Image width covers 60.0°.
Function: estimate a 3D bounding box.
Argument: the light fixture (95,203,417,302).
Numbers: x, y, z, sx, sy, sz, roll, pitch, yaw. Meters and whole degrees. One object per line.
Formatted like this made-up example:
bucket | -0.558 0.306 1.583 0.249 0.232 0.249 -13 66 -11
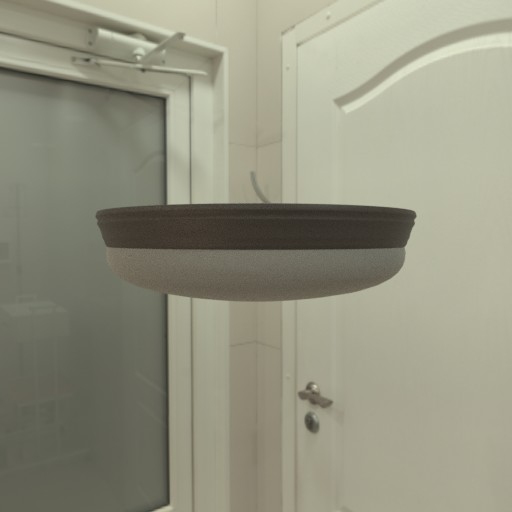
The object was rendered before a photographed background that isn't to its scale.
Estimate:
light fixture | 0.000 0.000 0.542 0.368 0.100 0.368 0 2 0
